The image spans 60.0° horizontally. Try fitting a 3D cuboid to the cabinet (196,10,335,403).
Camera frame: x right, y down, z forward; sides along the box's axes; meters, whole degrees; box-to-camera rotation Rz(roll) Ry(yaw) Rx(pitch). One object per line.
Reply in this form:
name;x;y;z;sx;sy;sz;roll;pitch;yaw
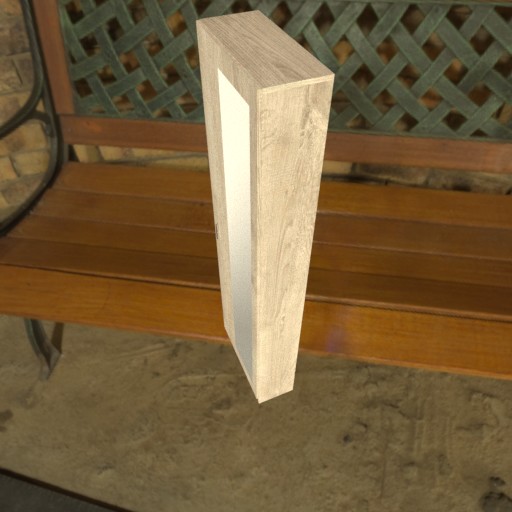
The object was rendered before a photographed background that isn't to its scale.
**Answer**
cabinet;0.000;0.000;1.930;0.230;1.790;0.500;-17;50;-15
